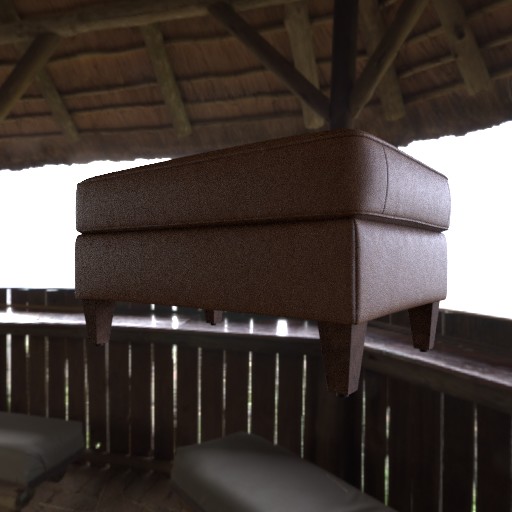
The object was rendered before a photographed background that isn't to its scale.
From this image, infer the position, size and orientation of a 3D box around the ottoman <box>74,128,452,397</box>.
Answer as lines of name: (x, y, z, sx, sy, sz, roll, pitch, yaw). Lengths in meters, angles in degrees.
ottoman: (0.000, 0.000, 1.159, 0.864, 0.483, 0.584, 0, 0, 37)
